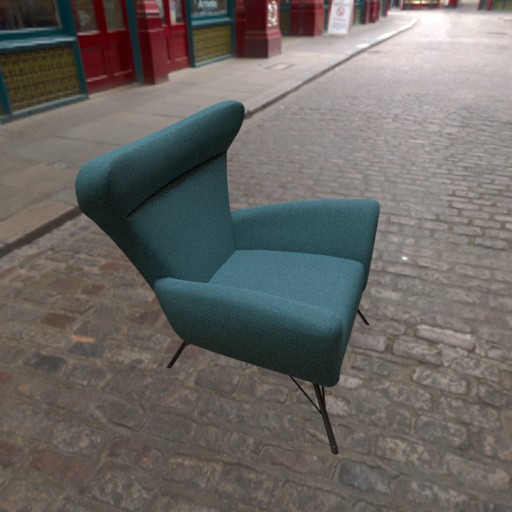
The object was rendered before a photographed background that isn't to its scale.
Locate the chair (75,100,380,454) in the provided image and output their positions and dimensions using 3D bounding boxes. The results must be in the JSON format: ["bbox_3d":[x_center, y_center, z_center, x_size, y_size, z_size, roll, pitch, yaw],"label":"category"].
[{"bbox_3d":[0.000,0.000,1.739,0.900,0.980,1.050,11,32,18],"label":"chair"}]
